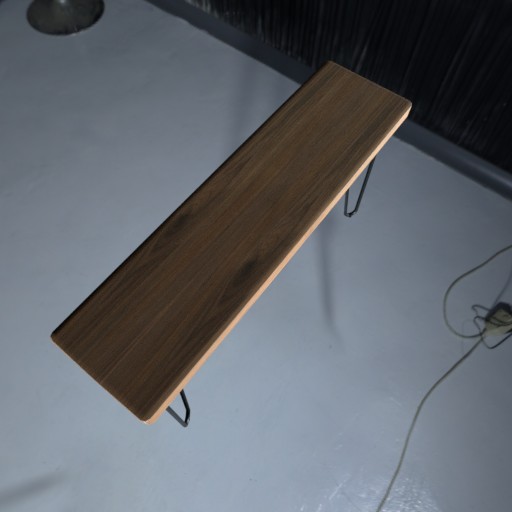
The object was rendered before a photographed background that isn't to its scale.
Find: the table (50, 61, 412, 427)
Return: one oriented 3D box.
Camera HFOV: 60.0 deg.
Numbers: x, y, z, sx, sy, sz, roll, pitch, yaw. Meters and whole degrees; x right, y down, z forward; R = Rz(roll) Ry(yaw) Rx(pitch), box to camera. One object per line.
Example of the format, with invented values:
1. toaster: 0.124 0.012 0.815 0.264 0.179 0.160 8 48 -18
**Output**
1. table: 0.000 0.000 1.963 0.425 0.834 1.570 35 68 16
